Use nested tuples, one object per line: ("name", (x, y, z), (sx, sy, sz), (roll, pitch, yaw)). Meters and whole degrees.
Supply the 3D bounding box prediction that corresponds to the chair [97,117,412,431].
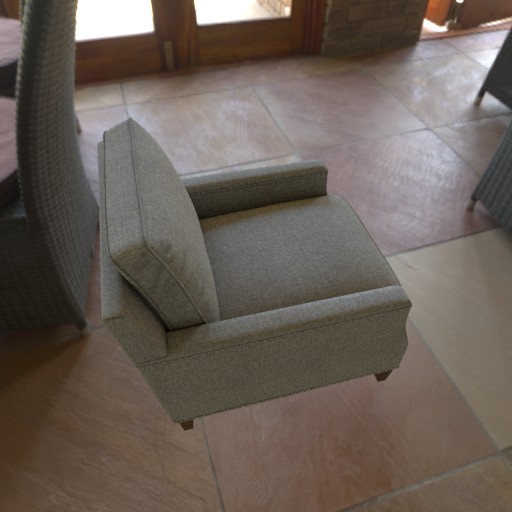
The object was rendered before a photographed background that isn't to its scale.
("chair", (0.000, 0.000, 1.706), (1.014, 0.943, 0.853), (-11, 47, -10))
